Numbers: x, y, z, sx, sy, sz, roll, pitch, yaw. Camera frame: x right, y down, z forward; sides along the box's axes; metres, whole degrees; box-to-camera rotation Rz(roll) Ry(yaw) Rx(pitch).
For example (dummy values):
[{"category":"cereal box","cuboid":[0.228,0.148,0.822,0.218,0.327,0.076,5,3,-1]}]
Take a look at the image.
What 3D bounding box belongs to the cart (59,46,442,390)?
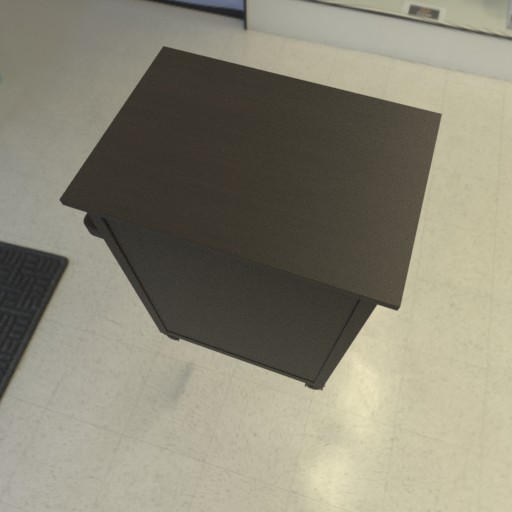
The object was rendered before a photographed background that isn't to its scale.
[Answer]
[{"category":"cart","cuboid":[0.000,0.000,1.262,0.660,0.879,0.456,17,64,9]}]
